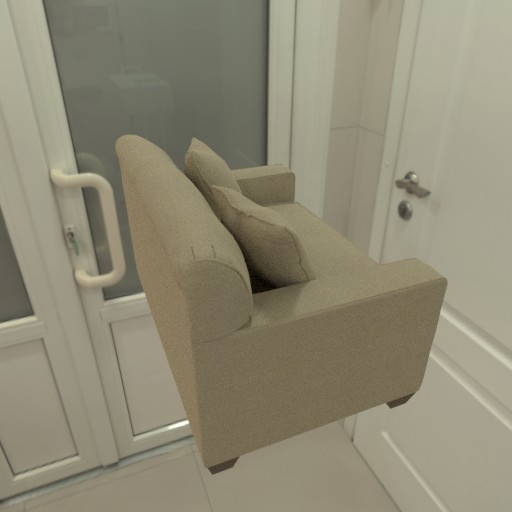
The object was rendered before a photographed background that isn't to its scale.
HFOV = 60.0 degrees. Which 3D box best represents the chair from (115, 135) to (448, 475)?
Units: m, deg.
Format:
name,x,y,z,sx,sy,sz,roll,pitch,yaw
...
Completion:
name,x,y,z,sx,sy,sz,roll,pitch,yaw
chair,0.000,0.000,2.050,1.000,0.948,1.383,-12,32,-19
